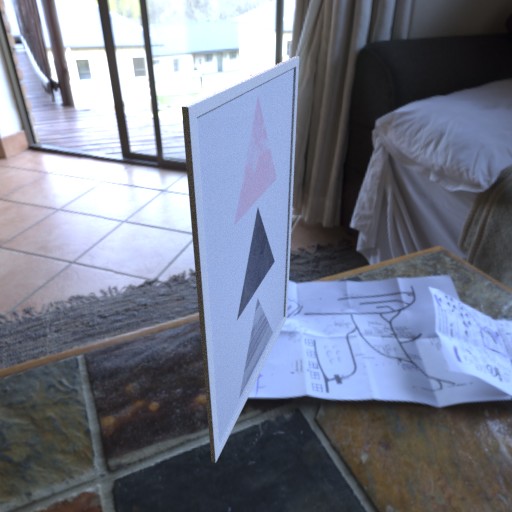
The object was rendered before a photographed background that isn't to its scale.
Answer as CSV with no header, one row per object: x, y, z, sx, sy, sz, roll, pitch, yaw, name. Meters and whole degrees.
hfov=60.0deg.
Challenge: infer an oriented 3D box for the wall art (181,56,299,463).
0.000,0.000,1.227,0.013,0.940,0.659,11,33,17,wall art
